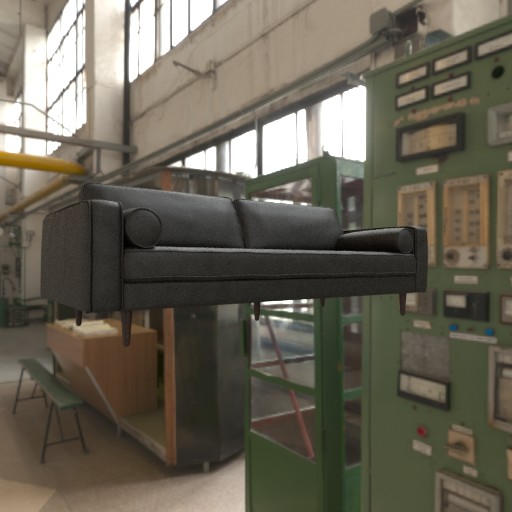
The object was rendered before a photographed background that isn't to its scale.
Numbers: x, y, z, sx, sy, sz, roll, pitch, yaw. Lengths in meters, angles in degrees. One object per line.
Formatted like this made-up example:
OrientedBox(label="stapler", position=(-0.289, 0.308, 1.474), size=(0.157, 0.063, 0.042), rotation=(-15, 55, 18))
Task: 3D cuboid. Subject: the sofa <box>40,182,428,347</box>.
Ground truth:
OrientedBox(label="sofa", position=(0.000, 0.000, 2.630), size=(2.210, 0.762, 0.914), rotation=(1, -1, -36))
